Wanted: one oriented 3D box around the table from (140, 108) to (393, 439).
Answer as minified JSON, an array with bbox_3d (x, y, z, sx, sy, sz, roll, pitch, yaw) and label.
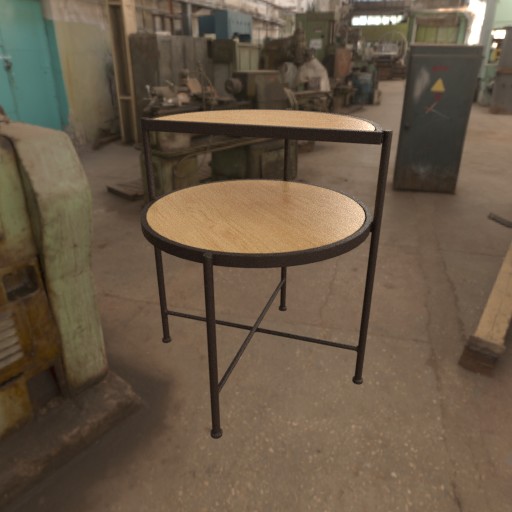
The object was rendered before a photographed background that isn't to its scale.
[{"bbox_3d":[0.000,0.000,1.183,0.629,0.684,0.628,8,26,17],"label":"table"}]
